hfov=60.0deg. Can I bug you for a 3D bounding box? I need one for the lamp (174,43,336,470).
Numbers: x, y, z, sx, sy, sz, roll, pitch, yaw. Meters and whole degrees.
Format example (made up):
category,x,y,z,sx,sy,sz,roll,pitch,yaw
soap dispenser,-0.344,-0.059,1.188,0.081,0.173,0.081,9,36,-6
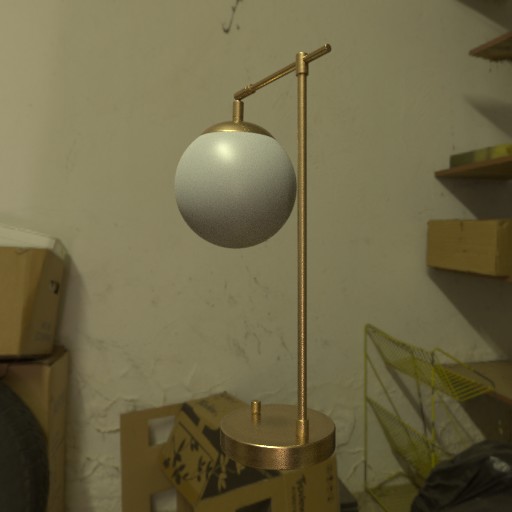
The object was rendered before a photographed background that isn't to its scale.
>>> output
category,x,y,z,sx,sy,sz,roll,pitch,yaw
lamp,0.000,0.000,0.706,0.207,0.559,0.324,0,0,-36
